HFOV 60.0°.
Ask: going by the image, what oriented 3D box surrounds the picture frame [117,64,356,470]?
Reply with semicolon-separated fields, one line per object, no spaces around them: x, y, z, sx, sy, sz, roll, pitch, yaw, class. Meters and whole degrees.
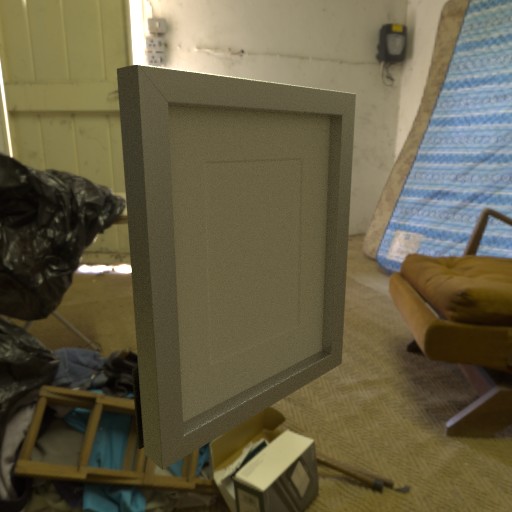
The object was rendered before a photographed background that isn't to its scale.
0.000;0.000;0.388;0.233;0.282;0.036;-14;20;-43;picture frame
